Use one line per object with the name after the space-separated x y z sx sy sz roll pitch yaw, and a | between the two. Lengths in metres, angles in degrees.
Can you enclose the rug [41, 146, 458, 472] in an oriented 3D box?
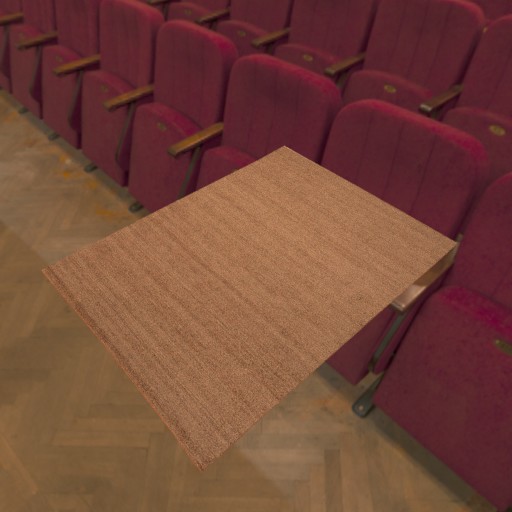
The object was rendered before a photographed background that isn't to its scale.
0.000 0.000 5.008 3.778 0.053 2.873 -33 54 -28 | rug
